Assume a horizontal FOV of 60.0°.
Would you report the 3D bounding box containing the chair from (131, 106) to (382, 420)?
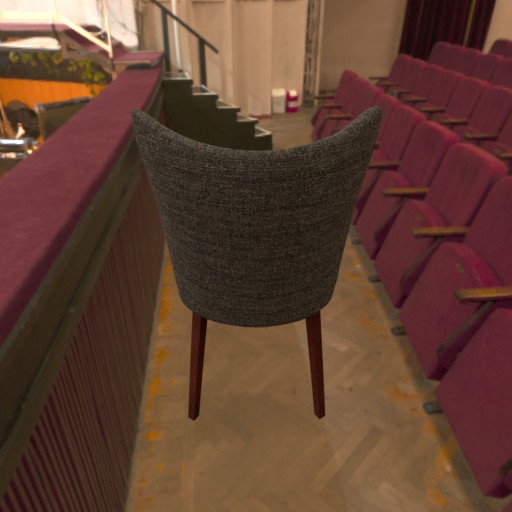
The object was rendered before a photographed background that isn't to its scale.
[{"bbox_3d":[0.000,0.000,1.313,0.535,0.924,0.623,0,30,-1],"label":"chair"}]
